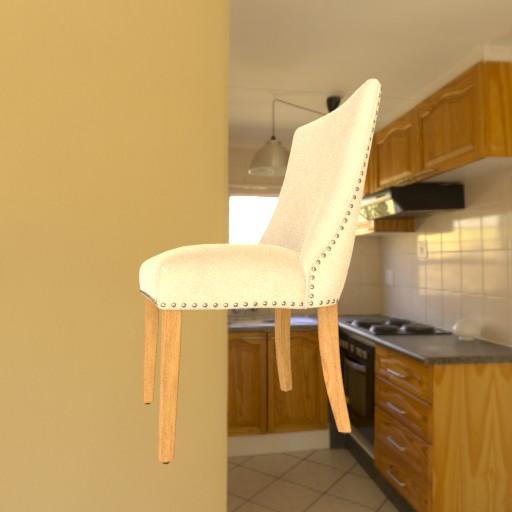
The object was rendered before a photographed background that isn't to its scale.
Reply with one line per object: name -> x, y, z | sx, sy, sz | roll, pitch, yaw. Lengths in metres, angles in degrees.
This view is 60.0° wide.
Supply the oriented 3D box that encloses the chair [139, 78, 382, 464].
chair -> 0.000, 0.000, 1.252 | 0.610, 0.902, 0.495 | 0, -1, -19
